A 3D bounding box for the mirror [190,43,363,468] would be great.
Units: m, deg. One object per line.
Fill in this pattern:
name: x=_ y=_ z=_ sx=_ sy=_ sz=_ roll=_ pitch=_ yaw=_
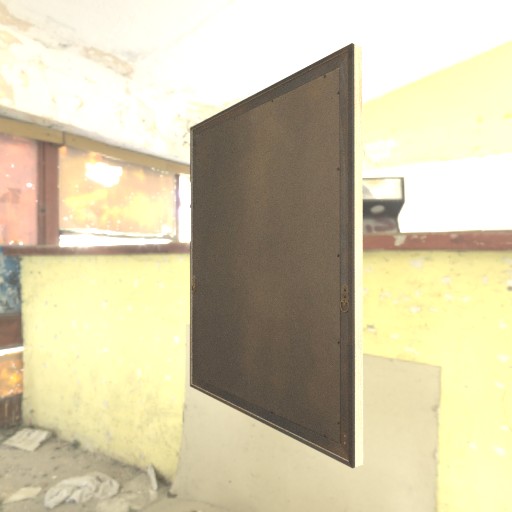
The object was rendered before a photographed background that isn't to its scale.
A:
mirror: x=0.000 y=0.000 z=1.224 sx=0.032 sy=0.882 sz=0.730 roll=0 pitch=-1 yaw=-36
